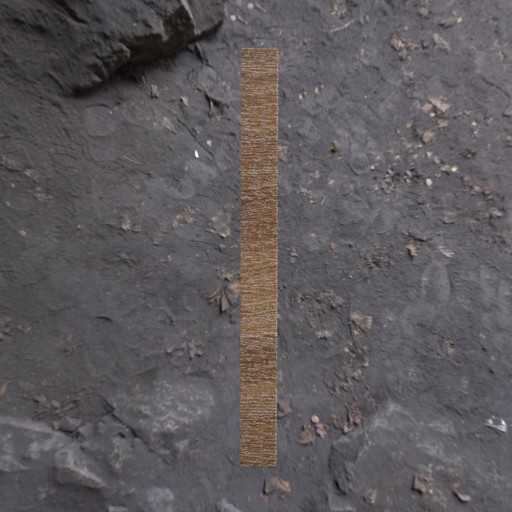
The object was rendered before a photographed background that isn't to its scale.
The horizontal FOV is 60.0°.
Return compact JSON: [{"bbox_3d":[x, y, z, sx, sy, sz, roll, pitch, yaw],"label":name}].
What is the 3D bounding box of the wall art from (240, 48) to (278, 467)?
[{"bbox_3d":[0.000,0.000,0.629,0.039,0.403,0.406,0,91,-1],"label":"wall art"}]
